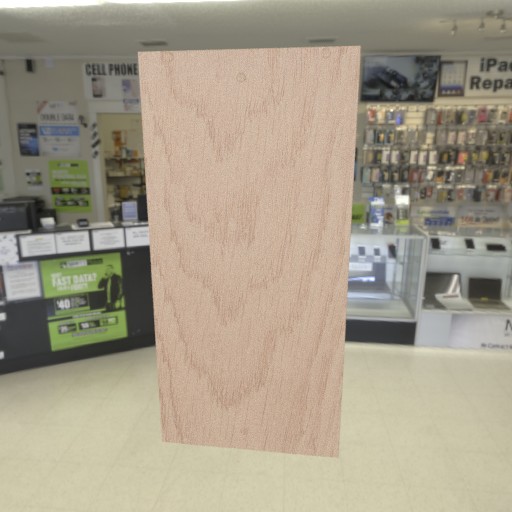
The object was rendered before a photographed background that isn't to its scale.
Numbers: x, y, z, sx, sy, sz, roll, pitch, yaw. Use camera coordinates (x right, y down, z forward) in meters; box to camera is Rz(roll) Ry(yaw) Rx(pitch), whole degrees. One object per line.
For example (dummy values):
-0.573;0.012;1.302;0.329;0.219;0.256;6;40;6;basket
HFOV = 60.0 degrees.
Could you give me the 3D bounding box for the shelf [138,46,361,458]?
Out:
0.000;0.000;0.739;0.290;0.600;0.200;2;15;7;shelf
